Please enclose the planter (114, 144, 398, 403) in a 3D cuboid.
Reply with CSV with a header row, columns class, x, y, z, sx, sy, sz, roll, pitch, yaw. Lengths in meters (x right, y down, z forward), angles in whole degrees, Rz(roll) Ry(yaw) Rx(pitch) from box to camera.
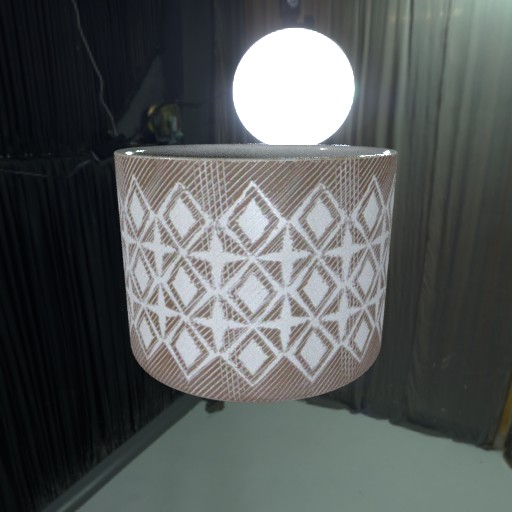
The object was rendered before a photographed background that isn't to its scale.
class,x,y,z,sx,sy,sz,roll,pitch,yaw
planter,0.000,0.000,0.221,0.126,0.104,0.126,0,16,0
